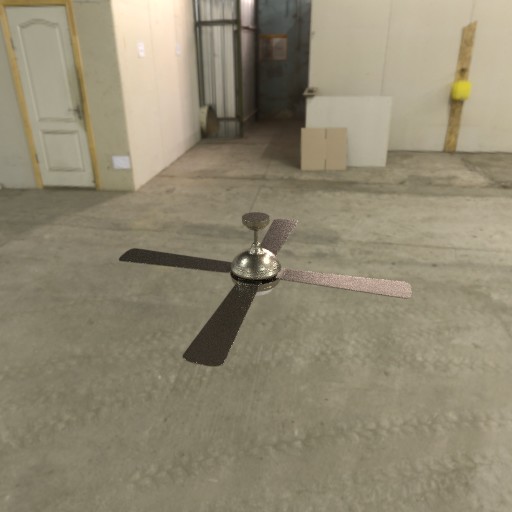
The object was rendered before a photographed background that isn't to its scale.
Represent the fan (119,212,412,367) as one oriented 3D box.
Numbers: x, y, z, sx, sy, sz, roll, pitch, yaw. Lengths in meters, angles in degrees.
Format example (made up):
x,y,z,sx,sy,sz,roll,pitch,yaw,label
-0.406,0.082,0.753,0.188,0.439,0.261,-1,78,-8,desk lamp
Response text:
x,y,z,sx,sy,sz,roll,pitch,yaw,label
0.000,0.000,2.032,1.321,0.381,1.321,18,31,32,fan
